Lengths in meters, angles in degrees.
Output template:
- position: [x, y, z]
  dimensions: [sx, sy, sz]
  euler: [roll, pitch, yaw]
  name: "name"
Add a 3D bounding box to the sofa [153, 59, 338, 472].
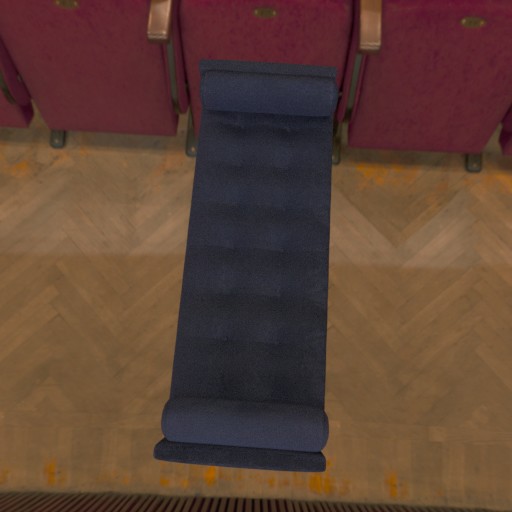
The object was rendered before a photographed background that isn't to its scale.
- position: [0.000, 0.000, 2.497]
  dimensions: [0.796, 0.705, 2.102]
  euler: [4, 76, 1]
  name: "sofa"
